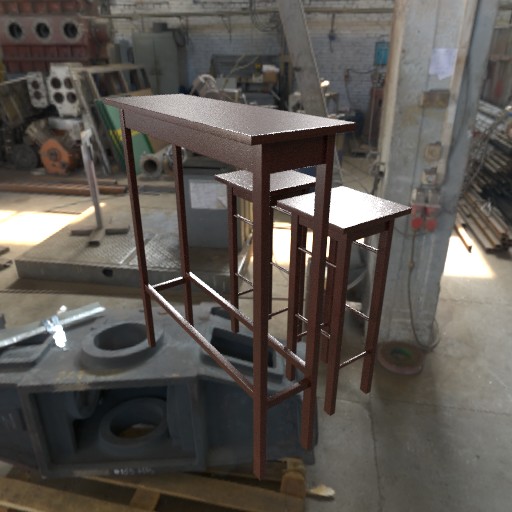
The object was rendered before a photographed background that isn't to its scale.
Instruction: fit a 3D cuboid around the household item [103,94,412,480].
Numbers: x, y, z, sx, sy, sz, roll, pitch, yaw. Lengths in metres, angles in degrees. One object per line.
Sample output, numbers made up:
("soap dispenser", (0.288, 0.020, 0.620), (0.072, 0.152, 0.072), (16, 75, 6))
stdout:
("household item", (0.000, 0.000, 1.636), (0.676, 1.067, 0.914), (-17, 30, -32))
